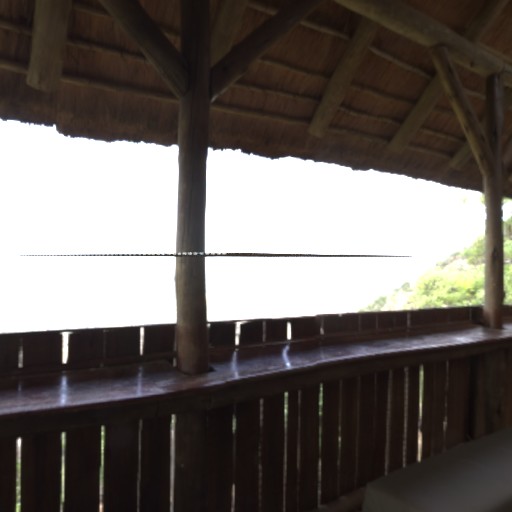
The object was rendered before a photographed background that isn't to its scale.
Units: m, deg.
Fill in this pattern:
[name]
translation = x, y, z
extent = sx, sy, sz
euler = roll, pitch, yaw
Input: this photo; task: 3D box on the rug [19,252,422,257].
[rug]
translation = 0.000, 0.000, 3.027
extent = 1.524, 0.010, 2.438
euler = 0, -1, 36
